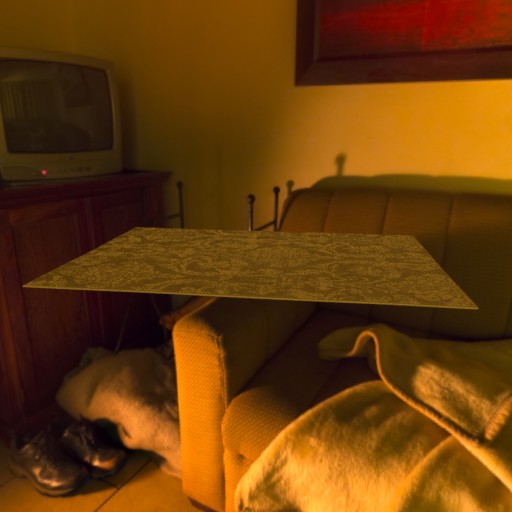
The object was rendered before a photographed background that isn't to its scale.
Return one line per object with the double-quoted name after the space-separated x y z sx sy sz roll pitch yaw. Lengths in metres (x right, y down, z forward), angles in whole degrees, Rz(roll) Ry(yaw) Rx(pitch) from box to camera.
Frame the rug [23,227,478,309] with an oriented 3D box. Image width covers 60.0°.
0.000 0.000 2.328 1.824 0.012 1.206 2 16 8 "rug"
